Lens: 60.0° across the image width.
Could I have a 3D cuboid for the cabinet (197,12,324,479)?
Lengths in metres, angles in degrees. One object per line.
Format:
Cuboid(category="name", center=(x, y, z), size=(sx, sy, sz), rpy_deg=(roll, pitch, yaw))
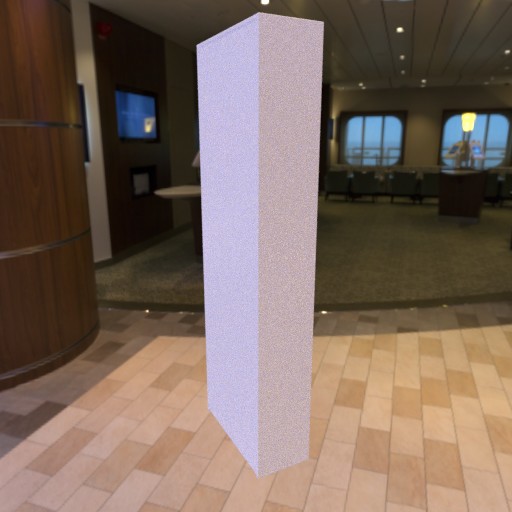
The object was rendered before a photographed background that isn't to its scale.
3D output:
Cuboid(category="cabinet", center=(0.000, 0.000, 1.788), size=(0.255, 1.630, 0.520), rpy_deg=(-8, 16, -27))
